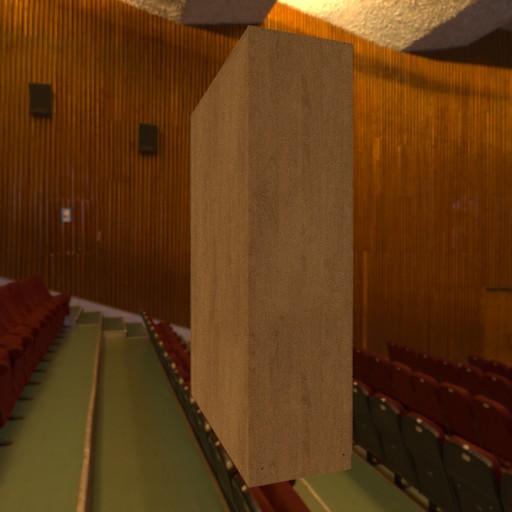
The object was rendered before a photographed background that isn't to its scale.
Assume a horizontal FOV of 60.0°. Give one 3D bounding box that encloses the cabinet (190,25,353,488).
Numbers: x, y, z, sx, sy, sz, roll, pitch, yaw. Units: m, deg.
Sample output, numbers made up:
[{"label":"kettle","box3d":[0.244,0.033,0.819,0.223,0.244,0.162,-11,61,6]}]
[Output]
[{"label":"cabinet","box3d":[0.000,0.000,2.523,0.510,1.910,1.290,0,1,-19]}]
